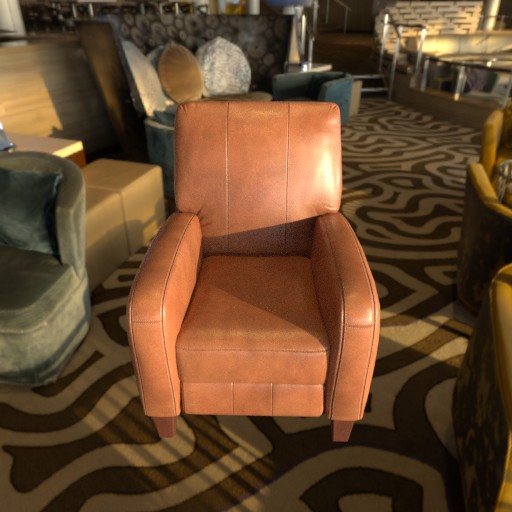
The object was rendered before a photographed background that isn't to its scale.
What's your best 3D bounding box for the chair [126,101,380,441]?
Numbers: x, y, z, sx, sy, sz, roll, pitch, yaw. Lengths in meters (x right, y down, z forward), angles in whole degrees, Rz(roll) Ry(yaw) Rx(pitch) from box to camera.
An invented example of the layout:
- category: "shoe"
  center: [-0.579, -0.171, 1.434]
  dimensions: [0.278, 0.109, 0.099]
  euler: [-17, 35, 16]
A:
- category: "chair"
  center: [0.000, 0.000, 1.675]
  dimensions: [0.762, 0.990, 0.990]
  euler: [1, 30, 1]
